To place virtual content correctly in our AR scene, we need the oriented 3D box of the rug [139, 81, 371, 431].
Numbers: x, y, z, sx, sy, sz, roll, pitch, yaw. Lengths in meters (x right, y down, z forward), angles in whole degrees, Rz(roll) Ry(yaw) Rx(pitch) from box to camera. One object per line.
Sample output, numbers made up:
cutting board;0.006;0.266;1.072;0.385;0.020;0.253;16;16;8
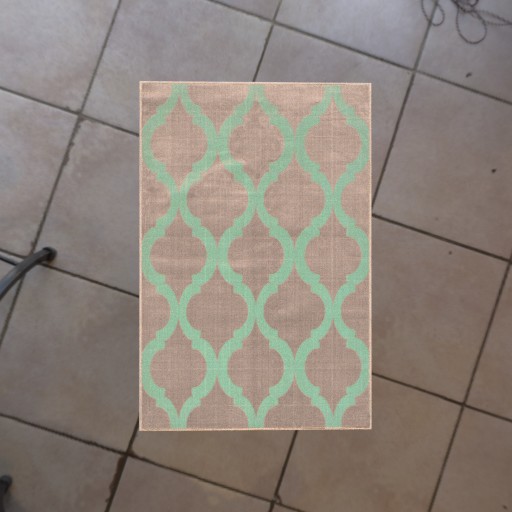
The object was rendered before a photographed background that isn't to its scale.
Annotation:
rug;0.000;0.000;2.915;1.524;0.006;2.286;0;90;-1
